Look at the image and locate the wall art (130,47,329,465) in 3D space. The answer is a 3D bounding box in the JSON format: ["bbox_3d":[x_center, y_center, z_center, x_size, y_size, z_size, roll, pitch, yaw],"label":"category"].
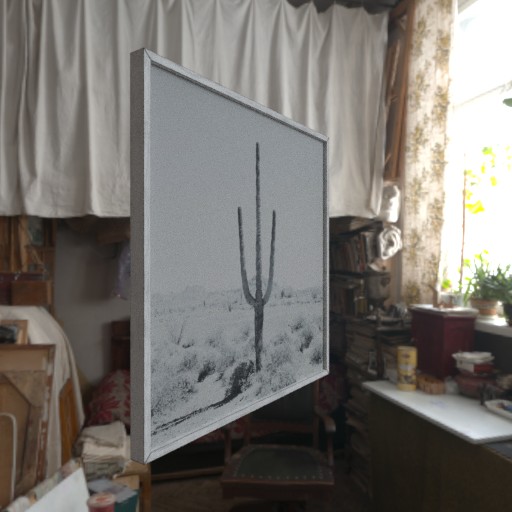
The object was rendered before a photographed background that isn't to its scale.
[{"bbox_3d":[0.000,0.000,1.130,0.038,0.762,0.762,0,0,35],"label":"wall art"}]
